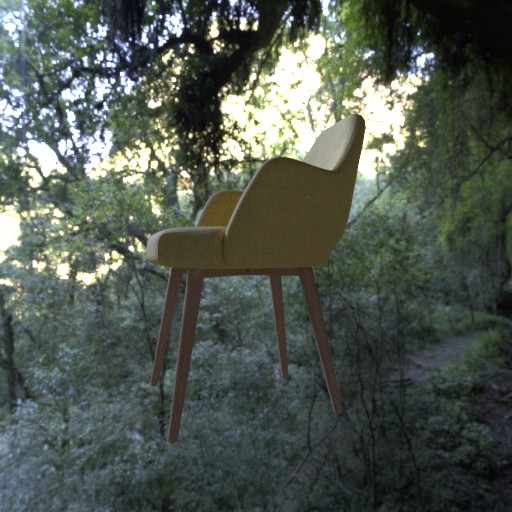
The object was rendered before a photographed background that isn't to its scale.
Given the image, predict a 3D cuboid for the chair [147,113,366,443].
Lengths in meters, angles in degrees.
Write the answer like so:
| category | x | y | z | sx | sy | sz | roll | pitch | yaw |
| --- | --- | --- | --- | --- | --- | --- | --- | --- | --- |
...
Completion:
| category | x | y | z | sx | sy | sz | roll | pitch | yaw |
| --- | --- | --- | --- | --- | --- | --- | --- | --- | --- |
| chair | 0.000 | 0.000 | 1.296 | 0.610 | 0.840 | 0.590 | 0 | 0 | -18 |
